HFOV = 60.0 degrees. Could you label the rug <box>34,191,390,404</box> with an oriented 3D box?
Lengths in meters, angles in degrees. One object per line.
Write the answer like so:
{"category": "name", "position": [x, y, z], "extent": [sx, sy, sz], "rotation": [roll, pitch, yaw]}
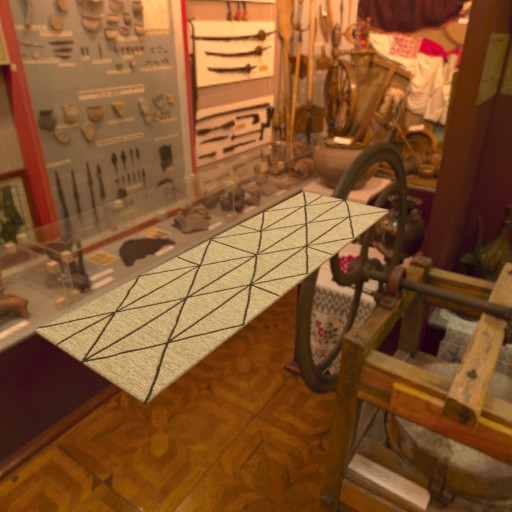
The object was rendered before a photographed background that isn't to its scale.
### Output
{"category": "rug", "position": [0.000, 0.000, 2.722], "extent": [0.762, 0.012, 2.438], "rotation": [18, 32, 32]}
